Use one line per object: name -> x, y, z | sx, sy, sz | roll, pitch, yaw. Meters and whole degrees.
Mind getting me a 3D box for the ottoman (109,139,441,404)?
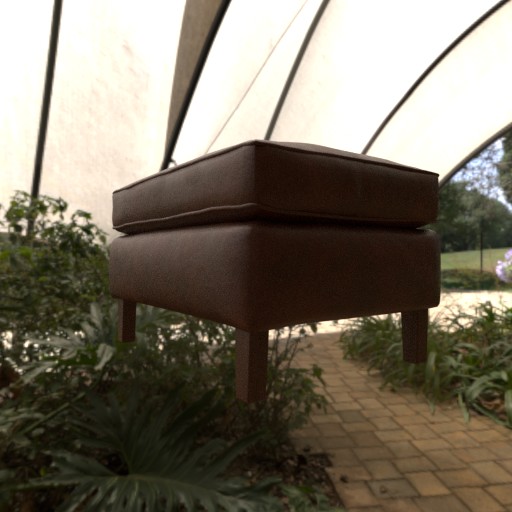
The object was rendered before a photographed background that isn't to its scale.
ottoman -> 0.000, 0.000, 1.007 | 0.501, 0.432, 0.665 | 0, 0, -35
